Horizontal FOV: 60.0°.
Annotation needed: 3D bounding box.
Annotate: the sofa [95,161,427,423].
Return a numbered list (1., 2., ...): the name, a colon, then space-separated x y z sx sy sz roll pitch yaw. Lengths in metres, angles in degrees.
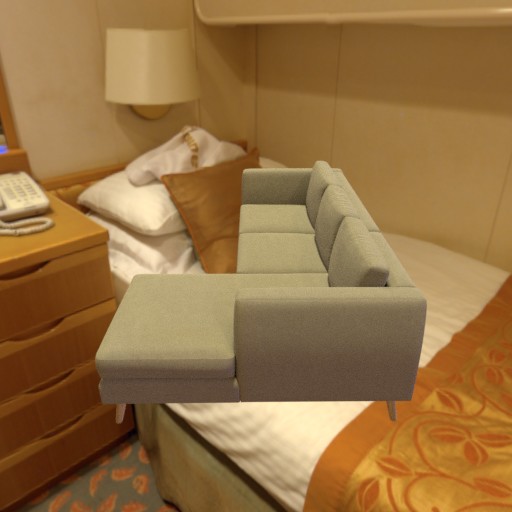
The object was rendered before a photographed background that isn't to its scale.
1. sofa: 0.000 0.000 3.131 1.580 0.860 2.300 0 27 -1
